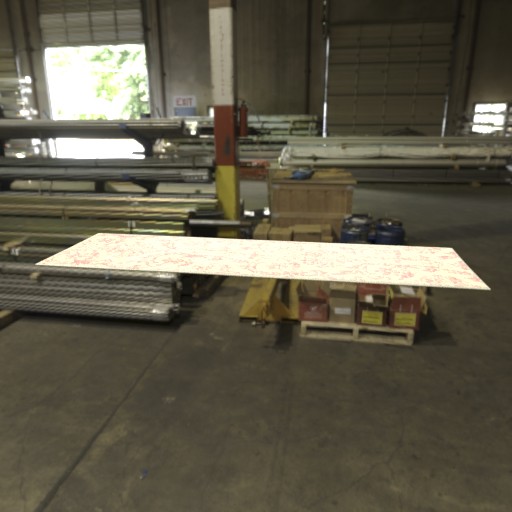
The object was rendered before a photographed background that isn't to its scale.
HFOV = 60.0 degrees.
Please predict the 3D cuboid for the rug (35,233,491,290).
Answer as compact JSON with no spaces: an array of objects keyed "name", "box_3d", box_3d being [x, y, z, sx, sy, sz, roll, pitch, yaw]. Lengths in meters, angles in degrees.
[{"name":"rug","box_3d":[0.000,0.000,2.423,2.196,0.011,0.662,3,17,9]}]
